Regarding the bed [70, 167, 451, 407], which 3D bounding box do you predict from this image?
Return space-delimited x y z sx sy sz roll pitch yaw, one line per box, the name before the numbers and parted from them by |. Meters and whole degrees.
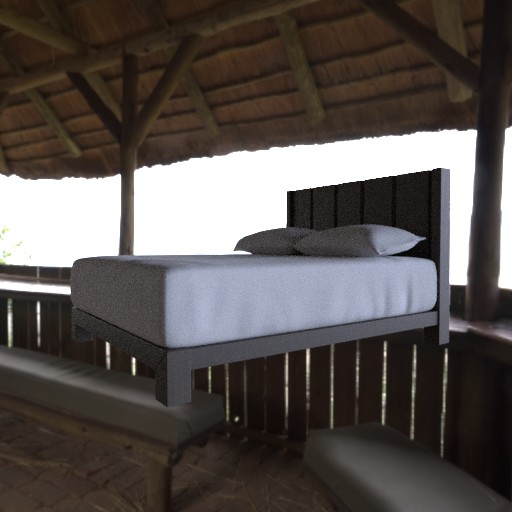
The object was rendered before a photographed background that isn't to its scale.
bed | 0.000 0.000 3.279 2.242 1.270 1.727 -1 2 -36
